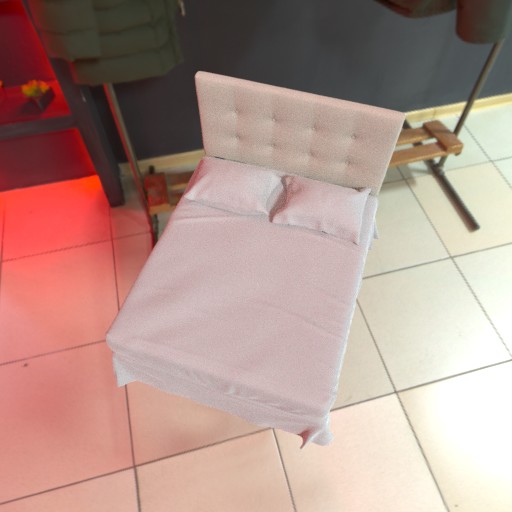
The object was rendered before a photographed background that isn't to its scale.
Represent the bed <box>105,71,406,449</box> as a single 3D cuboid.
[{"bbox_3d":[0.000,0.000,3.459,1.936,1.577,2.222,15,58,10],"label":"bed"}]
